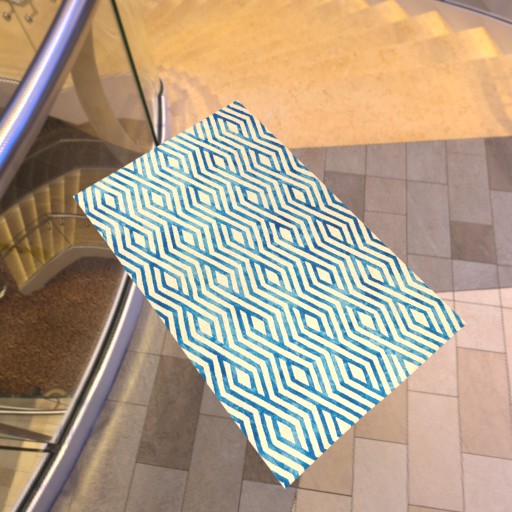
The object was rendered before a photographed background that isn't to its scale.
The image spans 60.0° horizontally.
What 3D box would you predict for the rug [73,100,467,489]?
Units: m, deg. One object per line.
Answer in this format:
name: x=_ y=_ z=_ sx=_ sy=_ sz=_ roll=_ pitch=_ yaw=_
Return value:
rug: x=0.000 y=0.000 z=3.062 sx=1.531 sy=0.008 sz=2.439 roll=-36 pitch=70 yaw=-15
